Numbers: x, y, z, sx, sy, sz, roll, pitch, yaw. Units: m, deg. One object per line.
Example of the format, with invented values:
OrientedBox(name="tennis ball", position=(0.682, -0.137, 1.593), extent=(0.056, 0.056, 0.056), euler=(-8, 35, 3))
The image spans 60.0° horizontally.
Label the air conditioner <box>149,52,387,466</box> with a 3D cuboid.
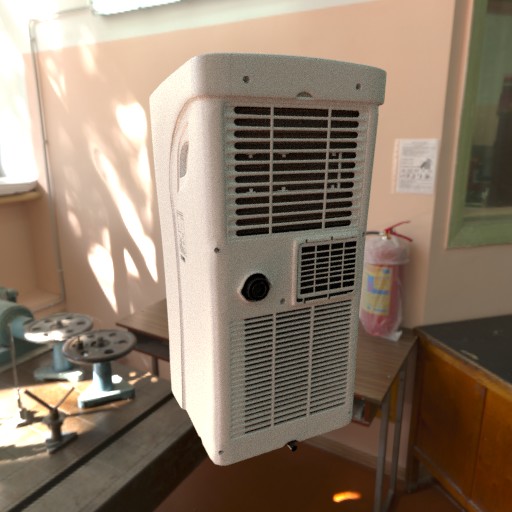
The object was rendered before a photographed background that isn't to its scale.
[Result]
OrientedBox(name="air conditioner", position=(0.000, 0.000, 0.919), extent=(0.352, 0.716, 0.369), euler=(-7, 16, -25))
